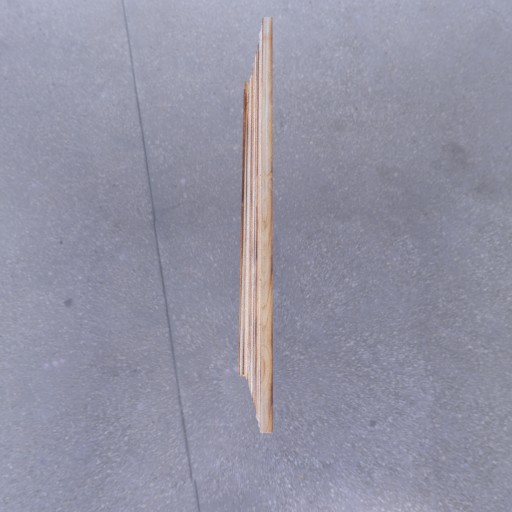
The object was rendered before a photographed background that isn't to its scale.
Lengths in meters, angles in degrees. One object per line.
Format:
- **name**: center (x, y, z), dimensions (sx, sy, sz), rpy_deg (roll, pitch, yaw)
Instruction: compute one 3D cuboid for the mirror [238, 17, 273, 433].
- **mirror**: center (0.000, 0.000, 1.199), dimensions (0.061, 0.804, 0.804), rpy_deg (0, 75, 0)
